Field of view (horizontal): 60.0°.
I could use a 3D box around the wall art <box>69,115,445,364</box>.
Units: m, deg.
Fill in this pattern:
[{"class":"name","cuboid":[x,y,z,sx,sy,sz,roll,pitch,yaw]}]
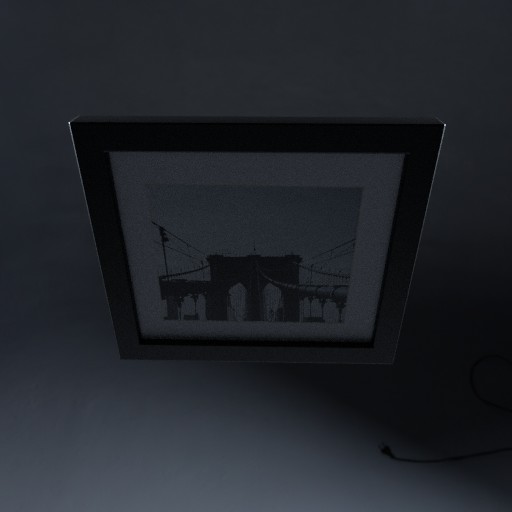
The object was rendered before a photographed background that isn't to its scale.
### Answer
[{"class":"wall art","cuboid":[0.000,0.000,0.545,0.380,0.330,0.028,1,31,1]}]
